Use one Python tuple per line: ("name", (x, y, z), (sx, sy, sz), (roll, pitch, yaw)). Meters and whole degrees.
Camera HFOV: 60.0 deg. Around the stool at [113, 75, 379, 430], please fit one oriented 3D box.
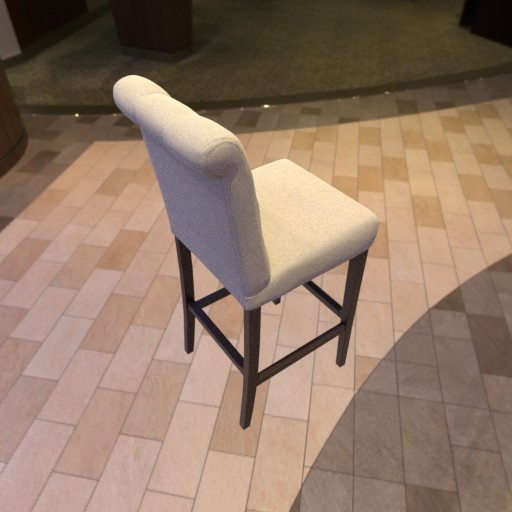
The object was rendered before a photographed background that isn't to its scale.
("stool", (0.000, 0.000, 1.461), (0.601, 1.140, 0.493), (-25, 46, -26))
